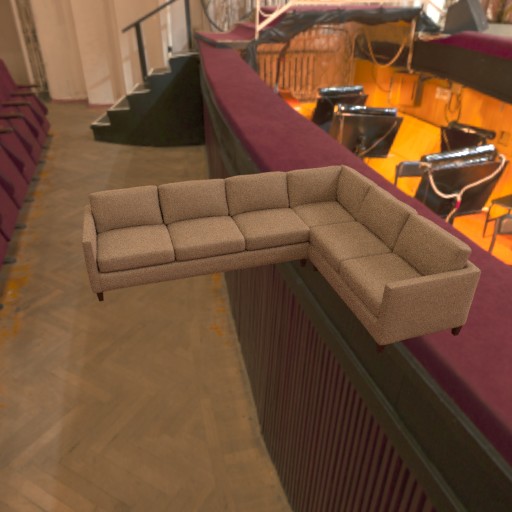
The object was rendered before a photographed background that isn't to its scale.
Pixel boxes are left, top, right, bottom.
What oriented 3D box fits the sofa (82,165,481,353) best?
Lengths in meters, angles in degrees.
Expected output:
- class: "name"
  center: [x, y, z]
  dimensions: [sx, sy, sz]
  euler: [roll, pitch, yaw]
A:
- class: "sofa"
  center: [0.000, 0.000, 4.507]
  dimensions: [3.333, 0.934, 2.522]
  euler: [-9, 31, -15]
